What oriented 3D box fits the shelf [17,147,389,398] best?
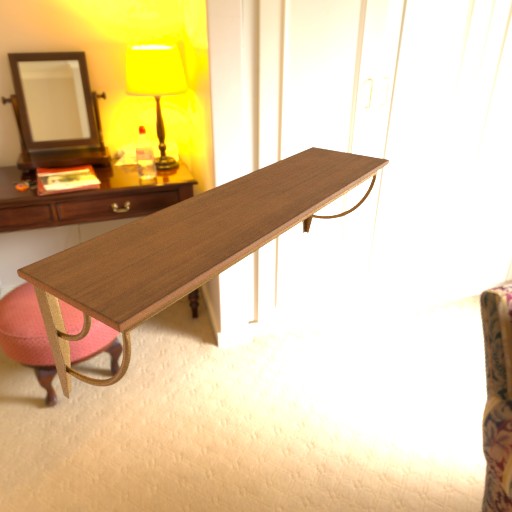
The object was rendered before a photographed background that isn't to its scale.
[{"bbox_3d":[0.000,0.000,0.697,0.166,0.190,0.636,19,33,31],"label":"shelf"}]
